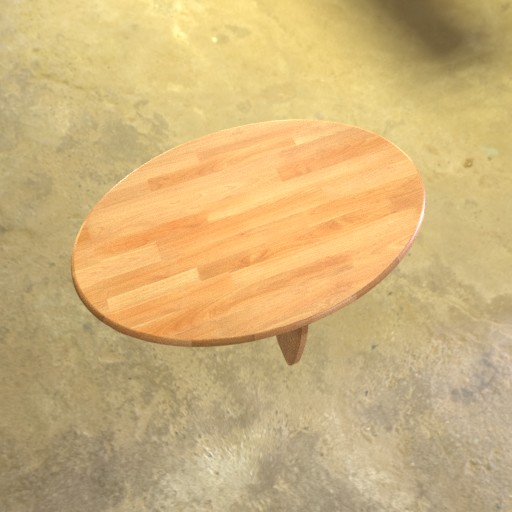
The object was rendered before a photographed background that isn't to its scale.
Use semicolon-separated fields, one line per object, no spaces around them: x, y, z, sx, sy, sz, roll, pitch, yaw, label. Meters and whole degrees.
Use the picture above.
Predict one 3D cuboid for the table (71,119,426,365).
0.000;0.000;1.445;1.040;0.490;0.690;-20;64;-10;table
